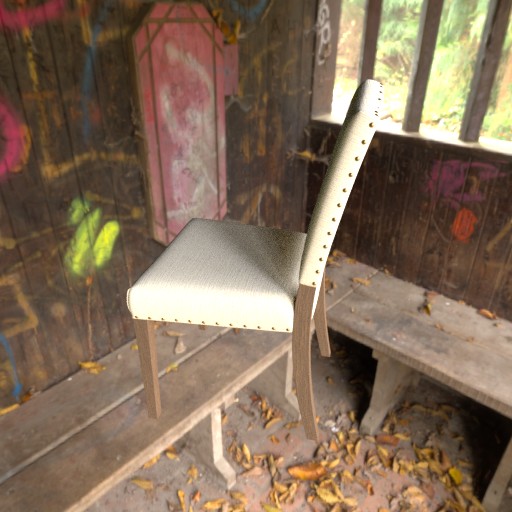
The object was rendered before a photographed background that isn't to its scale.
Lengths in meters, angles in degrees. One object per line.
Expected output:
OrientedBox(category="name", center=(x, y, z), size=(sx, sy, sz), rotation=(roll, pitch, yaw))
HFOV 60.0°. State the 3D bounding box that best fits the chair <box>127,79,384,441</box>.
OrientedBox(category="chair", center=(0.000, 0.000, 1.344), size=(0.619, 1.015, 0.508), rotation=(7, 30, 12))
